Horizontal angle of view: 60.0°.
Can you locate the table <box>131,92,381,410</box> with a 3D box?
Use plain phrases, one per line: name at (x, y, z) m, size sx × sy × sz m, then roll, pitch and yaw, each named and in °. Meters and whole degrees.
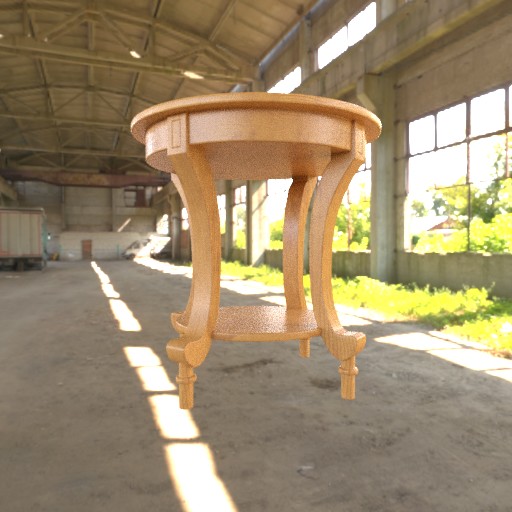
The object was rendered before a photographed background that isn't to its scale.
table at (0.000, 0.000, 1.107) m, size 0.597 × 0.612 × 0.597 m, roll 0°, pitch 2°, yaw 0°
